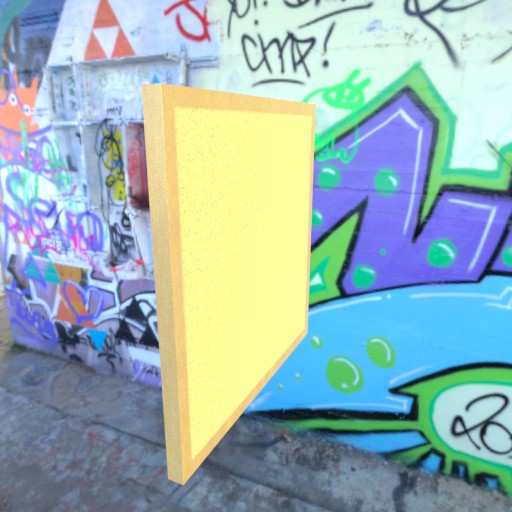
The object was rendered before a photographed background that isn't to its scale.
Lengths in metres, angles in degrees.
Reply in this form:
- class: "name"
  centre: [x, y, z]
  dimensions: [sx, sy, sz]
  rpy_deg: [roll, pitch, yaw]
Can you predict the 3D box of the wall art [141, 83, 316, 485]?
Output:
- class: "wall art"
  centre: [0.000, 0.000, 2.868]
  dimensions: [0.097, 1.936, 1.935]
  rpy_deg: [8, 18, 24]
